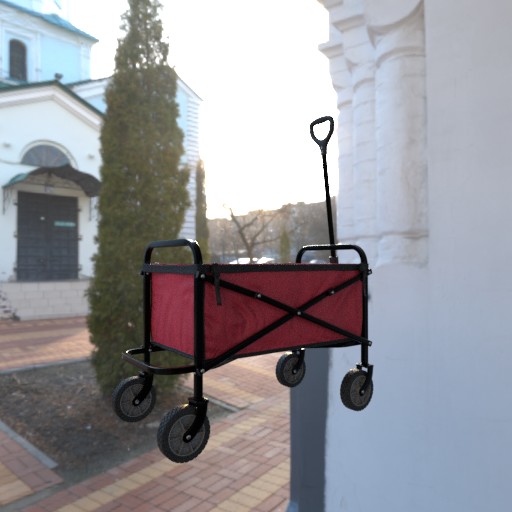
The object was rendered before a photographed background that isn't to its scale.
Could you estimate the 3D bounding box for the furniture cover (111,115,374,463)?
[{"bbox_3d":[0.000,0.000,1.829,1.038,1.295,0.532,1,-1,-36],"label":"furniture cover"}]
